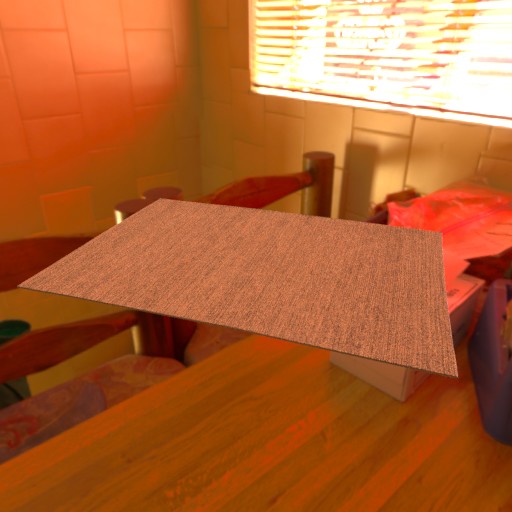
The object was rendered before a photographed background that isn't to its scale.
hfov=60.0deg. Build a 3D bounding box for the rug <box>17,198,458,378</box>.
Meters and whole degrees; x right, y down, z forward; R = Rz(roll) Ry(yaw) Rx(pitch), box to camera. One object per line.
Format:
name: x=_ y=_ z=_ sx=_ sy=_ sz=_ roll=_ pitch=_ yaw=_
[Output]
rug: x=0.000 y=0.000 z=2.873 sx=2.338 sy=0.030 sz=1.616 roll=9 pitch=28 yaw=17
